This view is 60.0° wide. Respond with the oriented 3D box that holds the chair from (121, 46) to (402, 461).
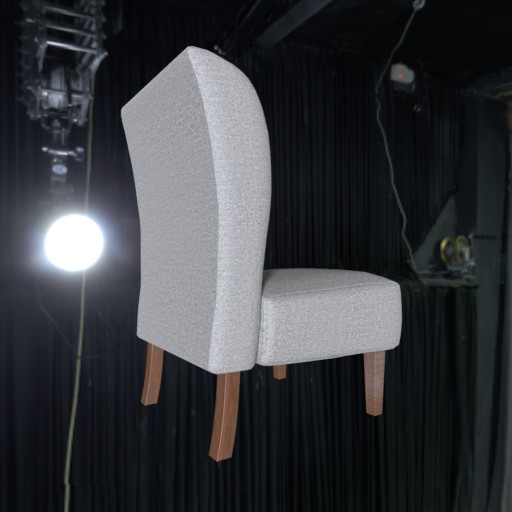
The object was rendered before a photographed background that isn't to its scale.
[{"bbox_3d":[0.000,0.000,1.171,0.592,0.804,0.513,0,0,-34],"label":"chair"}]
